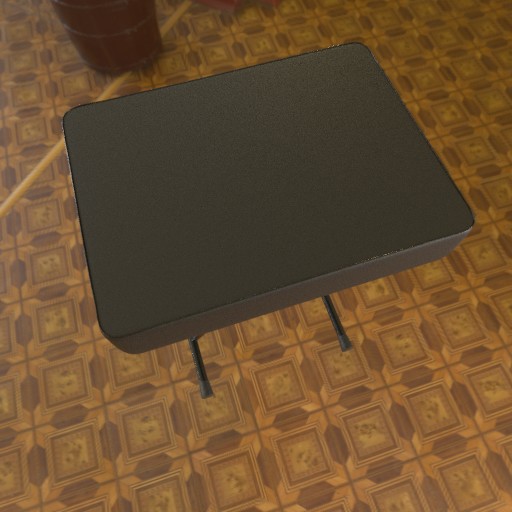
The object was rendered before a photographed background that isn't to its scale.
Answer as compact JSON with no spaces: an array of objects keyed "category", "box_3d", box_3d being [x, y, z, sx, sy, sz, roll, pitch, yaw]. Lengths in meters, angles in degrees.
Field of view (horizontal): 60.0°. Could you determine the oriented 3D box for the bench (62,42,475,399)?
[{"category":"bench","box_3d":[0.000,0.000,0.751,0.424,0.500,0.321,-16,65,-8]}]
